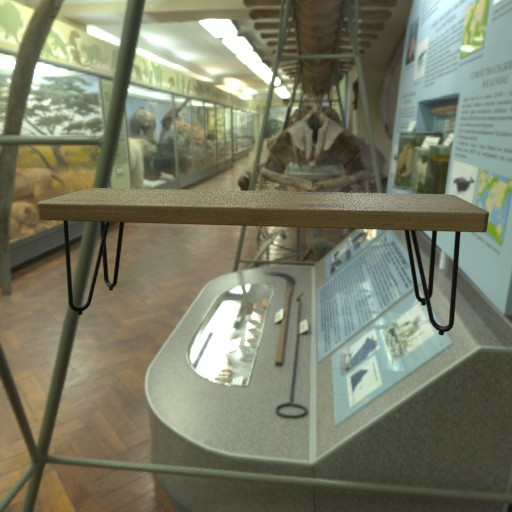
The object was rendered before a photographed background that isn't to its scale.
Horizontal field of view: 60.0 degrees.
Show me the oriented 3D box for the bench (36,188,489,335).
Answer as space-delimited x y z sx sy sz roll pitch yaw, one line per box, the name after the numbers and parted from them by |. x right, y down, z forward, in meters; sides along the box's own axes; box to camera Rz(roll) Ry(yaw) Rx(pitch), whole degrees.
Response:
0.000 0.000 1.772 1.570 0.462 0.425 2 16 7 | bench
